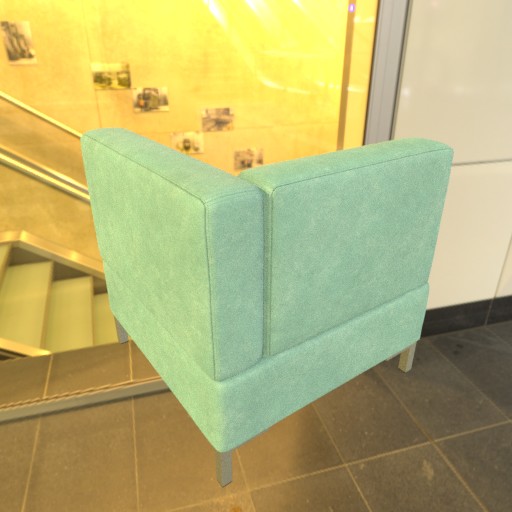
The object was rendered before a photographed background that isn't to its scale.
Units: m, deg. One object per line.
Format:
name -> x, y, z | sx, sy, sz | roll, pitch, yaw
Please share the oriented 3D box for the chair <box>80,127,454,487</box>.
chair -> 0.000, 0.000, 1.199 | 0.680, 0.660, 0.680 | -18, 32, -31
